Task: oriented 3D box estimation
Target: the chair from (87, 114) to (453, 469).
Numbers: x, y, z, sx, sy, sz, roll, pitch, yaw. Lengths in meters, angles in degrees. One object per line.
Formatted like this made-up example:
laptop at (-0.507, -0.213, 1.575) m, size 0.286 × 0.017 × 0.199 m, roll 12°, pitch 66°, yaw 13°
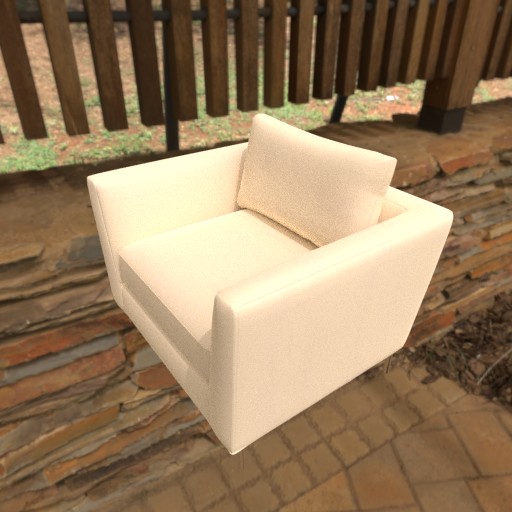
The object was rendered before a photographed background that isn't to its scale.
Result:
chair at (0.000, 0.000, 1.693) m, size 0.889 × 0.865 × 1.041 m, roll -21°, pitch 37°, yaw -30°
